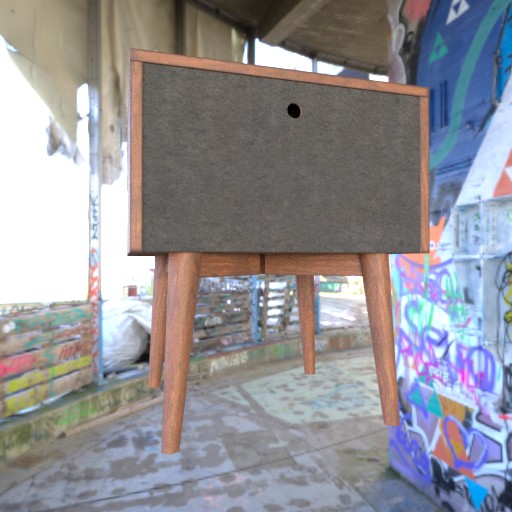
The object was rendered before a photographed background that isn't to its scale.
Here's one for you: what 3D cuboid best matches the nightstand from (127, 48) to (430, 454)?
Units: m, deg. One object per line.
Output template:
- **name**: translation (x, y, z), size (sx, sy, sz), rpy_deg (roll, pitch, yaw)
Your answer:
- **nightstand**: translation (0.000, 0.000, 0.935), size (0.521, 0.607, 0.445), rpy_deg (0, 0, -17)
